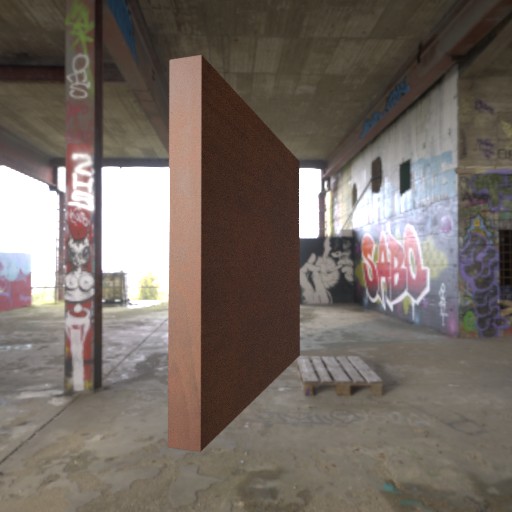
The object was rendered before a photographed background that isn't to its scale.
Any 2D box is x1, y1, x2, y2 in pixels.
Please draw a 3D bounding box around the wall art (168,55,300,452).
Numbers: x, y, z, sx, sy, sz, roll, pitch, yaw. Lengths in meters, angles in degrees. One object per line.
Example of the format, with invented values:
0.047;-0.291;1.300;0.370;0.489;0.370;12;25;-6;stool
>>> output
0.000;0.000;0.562;0.030;0.328;0.401;0;-1;17;wall art
